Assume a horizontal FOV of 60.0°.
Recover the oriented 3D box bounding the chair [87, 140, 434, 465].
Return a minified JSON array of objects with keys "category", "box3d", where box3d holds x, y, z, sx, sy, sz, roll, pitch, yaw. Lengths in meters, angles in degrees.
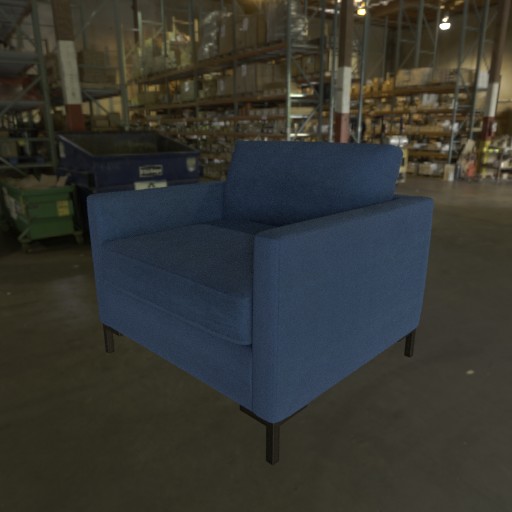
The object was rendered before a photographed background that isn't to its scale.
[{"category":"chair","box3d":[0.000,0.000,1.639,0.964,0.812,0.875,15,22,42]}]
